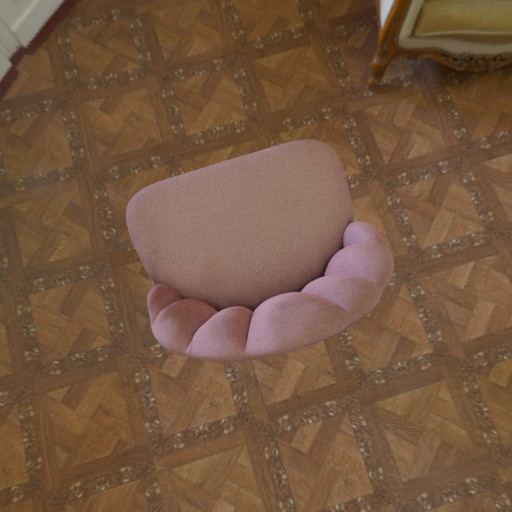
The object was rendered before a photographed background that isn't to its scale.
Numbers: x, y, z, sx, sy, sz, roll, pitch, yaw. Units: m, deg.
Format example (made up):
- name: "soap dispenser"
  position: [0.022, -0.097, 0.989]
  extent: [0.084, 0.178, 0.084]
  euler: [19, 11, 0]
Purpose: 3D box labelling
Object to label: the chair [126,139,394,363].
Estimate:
- name: "chair"
  position: [0.000, 0.000, 1.305]
  extent: [0.657, 0.819, 0.599]
  euler: [-18, 76, -5]
